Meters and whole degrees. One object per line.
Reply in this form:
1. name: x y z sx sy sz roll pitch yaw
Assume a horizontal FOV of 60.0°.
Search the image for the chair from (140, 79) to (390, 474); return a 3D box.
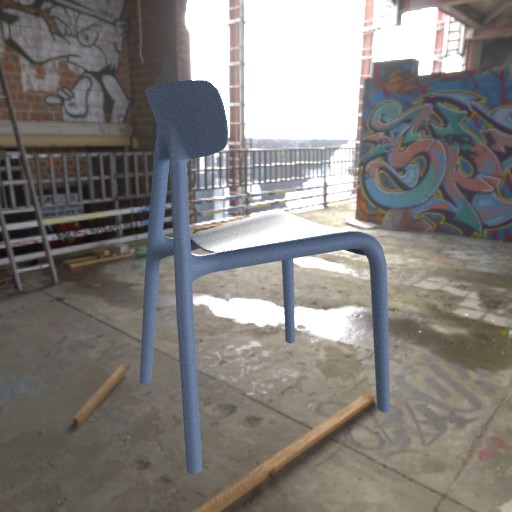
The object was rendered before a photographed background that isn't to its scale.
1. chair: 0.000 0.000 0.832 0.401 0.580 0.356 -8 17 -27
